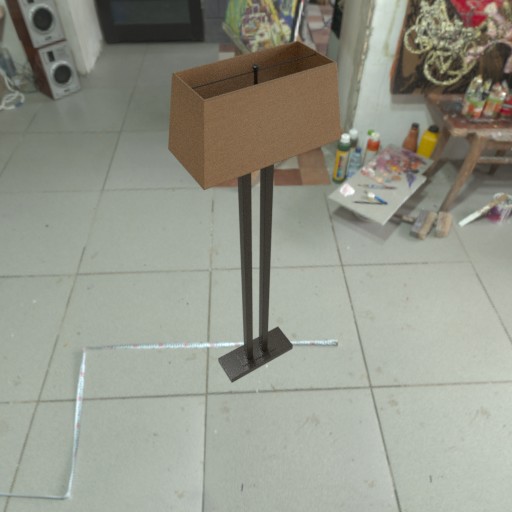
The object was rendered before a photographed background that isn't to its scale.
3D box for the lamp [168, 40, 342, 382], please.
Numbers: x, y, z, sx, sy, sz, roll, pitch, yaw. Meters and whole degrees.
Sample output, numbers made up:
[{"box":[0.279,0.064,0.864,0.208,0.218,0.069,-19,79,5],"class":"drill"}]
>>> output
[{"box":[0.000,0.000,1.707,0.475,1.469,0.233,-24,51,-21],"class":"lamp"}]
